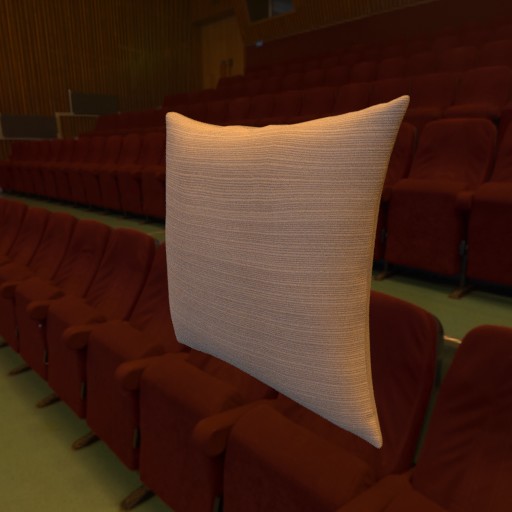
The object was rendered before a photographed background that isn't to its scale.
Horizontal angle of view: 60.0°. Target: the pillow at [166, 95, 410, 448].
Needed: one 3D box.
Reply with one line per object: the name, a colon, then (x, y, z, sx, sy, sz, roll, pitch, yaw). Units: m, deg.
pillow: (0.000, 0.000, 0.765, 0.204, 0.497, 0.512, -14, 20, -43)
